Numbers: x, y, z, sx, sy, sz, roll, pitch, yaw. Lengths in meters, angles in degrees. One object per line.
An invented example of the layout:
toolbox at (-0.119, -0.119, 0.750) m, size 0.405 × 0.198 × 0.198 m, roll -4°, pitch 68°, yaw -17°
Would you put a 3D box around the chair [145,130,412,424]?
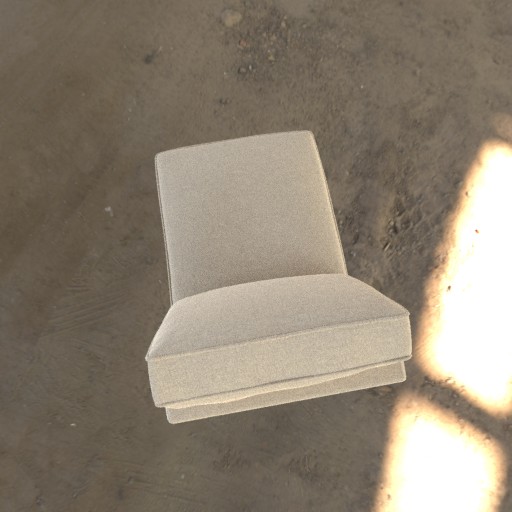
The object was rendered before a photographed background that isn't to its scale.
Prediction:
chair at (0.000, 0.000, 1.519) m, size 0.621 × 0.970 × 0.938 m, roll -10°, pitch 75°, yaw -3°
